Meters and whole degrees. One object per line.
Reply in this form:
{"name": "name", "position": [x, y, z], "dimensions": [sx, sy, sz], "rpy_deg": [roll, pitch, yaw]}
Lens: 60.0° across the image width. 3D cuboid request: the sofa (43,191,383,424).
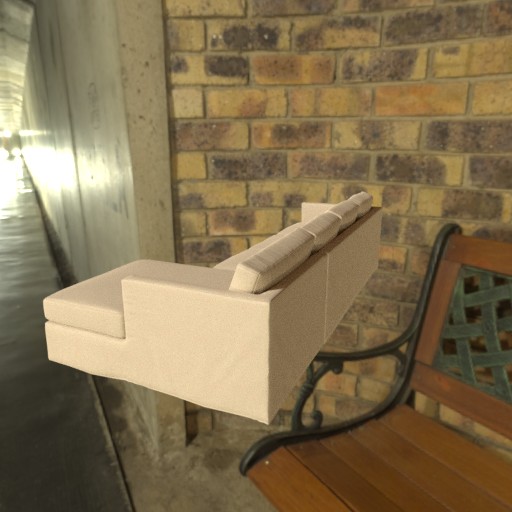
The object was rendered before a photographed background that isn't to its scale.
{"name": "sofa", "position": [0.000, 0.000, 3.898], "dimensions": [1.622, 0.871, 3.206], "rpy_deg": [7, 17, 24]}
